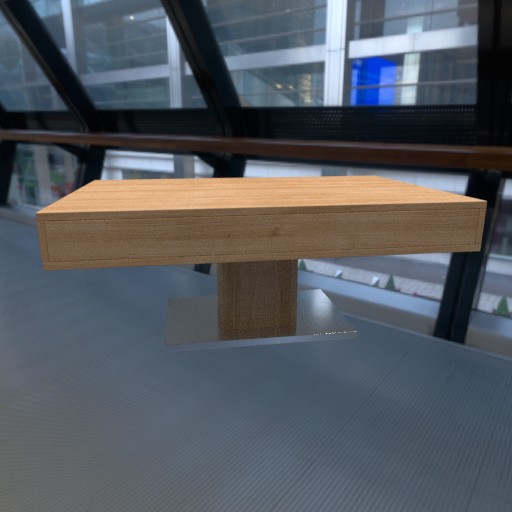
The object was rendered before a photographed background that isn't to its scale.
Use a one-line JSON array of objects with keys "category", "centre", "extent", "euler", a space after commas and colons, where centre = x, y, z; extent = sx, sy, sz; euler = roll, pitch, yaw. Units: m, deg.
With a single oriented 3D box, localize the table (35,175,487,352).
[{"category": "table", "centre": [0.000, 0.000, 1.455], "extent": [1.100, 0.440, 0.700], "euler": [-2, 16, -9]}]
